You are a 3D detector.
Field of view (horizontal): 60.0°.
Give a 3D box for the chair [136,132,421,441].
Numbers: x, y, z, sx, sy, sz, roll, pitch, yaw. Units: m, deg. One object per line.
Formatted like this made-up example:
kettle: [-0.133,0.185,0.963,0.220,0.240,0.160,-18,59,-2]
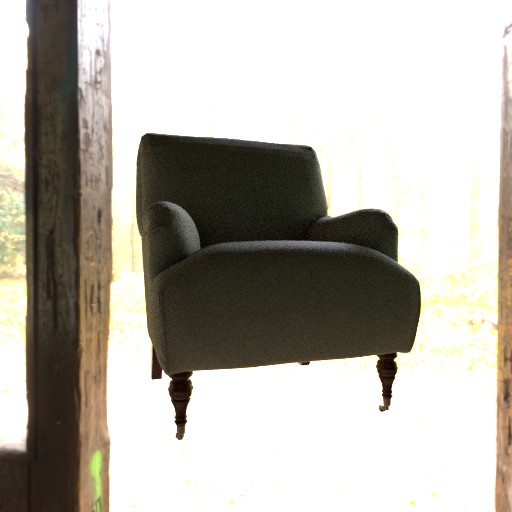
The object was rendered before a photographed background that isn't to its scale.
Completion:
chair: [0.000,0.000,1.895,0.964,1.178,1.060,0,1,-19]
